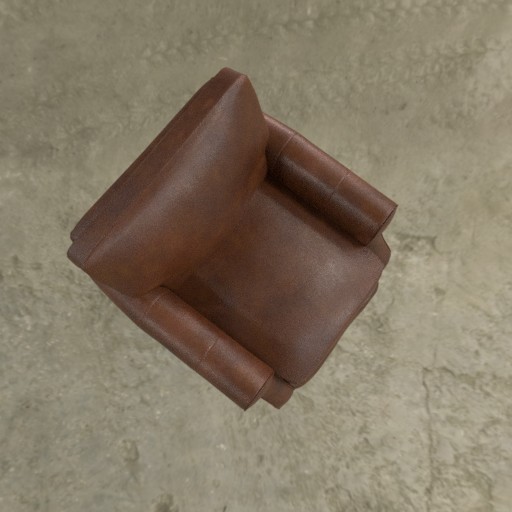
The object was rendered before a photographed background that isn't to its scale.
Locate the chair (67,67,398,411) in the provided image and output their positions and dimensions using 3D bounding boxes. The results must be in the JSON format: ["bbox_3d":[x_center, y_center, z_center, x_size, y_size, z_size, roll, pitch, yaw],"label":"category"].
[{"bbox_3d":[0.000,0.000,1.785,0.992,0.972,0.989,37,79,8],"label":"chair"}]
